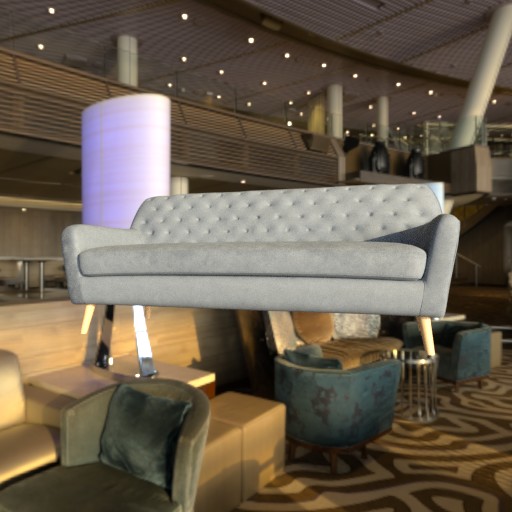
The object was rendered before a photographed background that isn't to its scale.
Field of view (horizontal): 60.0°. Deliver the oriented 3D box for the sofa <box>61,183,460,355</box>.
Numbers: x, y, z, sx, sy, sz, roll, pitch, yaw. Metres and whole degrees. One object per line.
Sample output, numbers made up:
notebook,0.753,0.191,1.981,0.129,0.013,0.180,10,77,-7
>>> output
sofa,0.000,0.000,2.430,1.975,0.832,0.841,0,0,18
